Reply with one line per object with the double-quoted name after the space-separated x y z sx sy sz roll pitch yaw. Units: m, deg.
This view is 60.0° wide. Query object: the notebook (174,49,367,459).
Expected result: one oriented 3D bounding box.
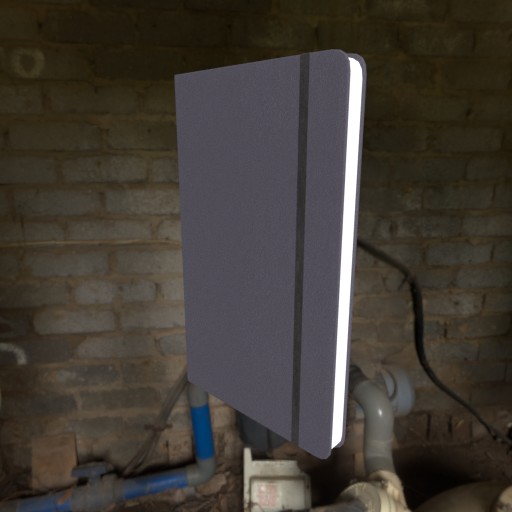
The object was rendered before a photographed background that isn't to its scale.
0.000 0.000 0.265 0.127 0.213 0.016 14 20 42 "notebook"
